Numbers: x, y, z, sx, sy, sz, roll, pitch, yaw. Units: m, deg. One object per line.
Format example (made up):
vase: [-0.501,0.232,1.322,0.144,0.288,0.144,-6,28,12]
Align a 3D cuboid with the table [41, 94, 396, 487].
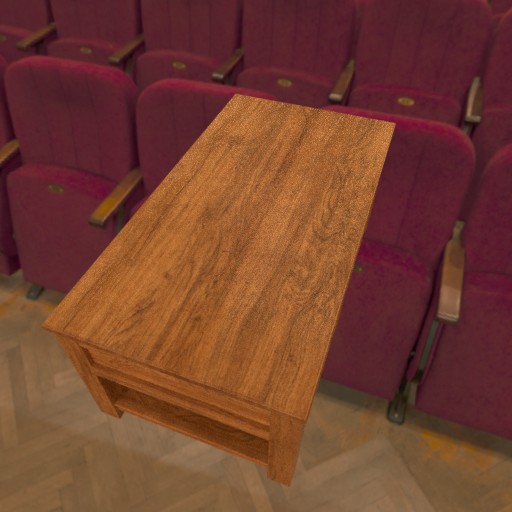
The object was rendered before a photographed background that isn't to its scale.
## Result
table: [0.000,0.000,1.465,0.635,0.480,1.150,15,49,14]
